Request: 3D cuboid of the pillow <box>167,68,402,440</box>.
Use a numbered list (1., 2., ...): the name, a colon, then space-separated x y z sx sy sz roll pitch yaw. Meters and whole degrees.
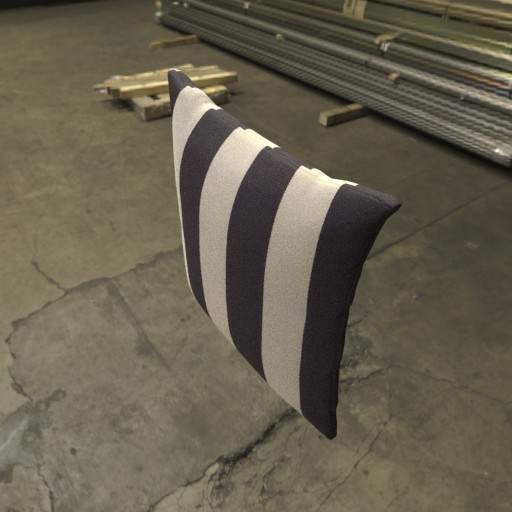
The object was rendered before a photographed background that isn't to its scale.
1. pillow: 0.000 0.000 0.797 0.189 0.526 0.536 -25 46 -27
